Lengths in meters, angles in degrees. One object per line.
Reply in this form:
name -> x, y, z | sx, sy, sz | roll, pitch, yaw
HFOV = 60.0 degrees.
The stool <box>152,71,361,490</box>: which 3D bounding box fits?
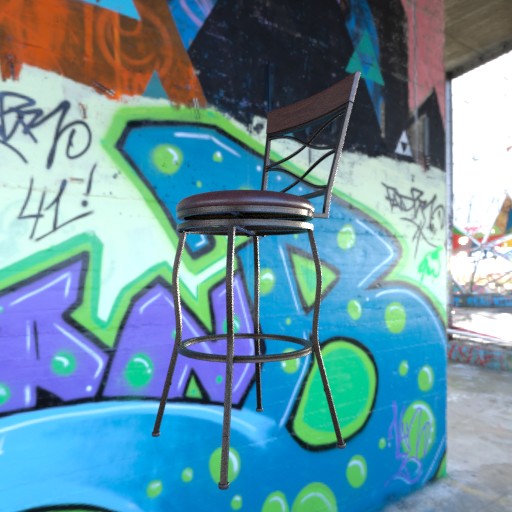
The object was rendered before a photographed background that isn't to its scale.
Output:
stool -> 0.000, 0.000, 1.388 | 0.513, 1.130, 0.448 | 1, -2, -36
